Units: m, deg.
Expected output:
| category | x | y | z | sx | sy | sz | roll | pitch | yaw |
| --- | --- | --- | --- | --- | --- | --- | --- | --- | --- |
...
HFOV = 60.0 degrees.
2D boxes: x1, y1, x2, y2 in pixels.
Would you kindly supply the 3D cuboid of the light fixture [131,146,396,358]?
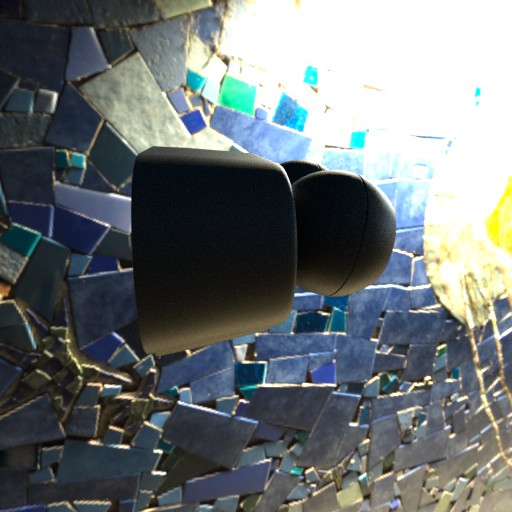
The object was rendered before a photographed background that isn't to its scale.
| category | x | y | z | sx | sy | sz | roll | pitch | yaw |
| --- | --- | --- | --- | --- | --- | --- | --- | --- | --- |
| light fixture | 0.000 | 0.000 | 0.338 | 0.159 | 0.159 | 0.229 | -2 | 16 | -8 |
